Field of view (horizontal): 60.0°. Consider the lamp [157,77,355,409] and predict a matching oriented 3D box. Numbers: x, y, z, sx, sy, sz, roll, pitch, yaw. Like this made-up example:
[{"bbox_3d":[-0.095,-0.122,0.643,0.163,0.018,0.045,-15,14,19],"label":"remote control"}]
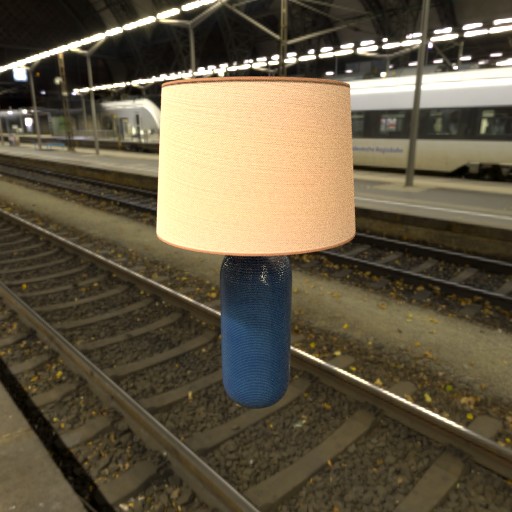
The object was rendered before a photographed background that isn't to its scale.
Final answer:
[{"bbox_3d":[0.000,0.000,0.851,0.367,0.609,0.367,0,16,0],"label":"lamp"}]
